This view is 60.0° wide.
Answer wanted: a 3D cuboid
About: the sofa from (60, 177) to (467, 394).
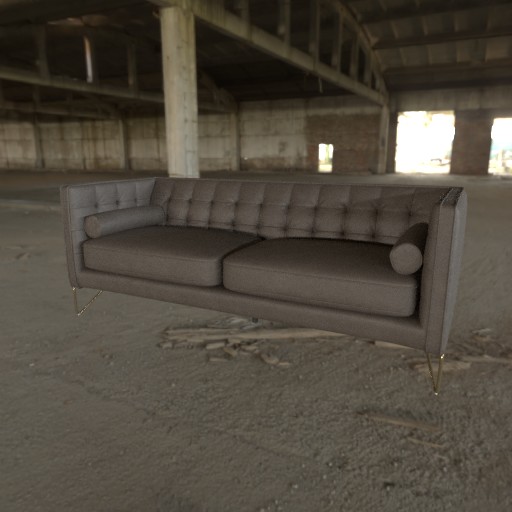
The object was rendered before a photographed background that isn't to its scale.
[{"bbox_3d":[0.000,0.000,2.491,2.087,0.789,0.867,7,15,26],"label":"sofa"}]
